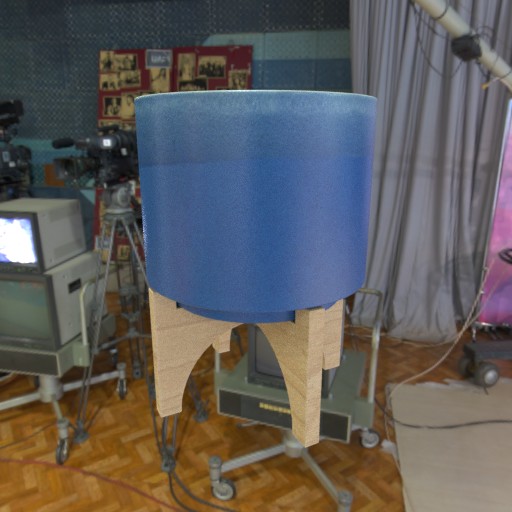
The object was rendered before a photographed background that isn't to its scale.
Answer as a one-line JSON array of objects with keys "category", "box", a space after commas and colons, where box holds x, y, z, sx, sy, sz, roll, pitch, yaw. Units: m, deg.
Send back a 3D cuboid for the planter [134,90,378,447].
[{"category": "planter", "box": [0.000, 0.000, 0.397, 0.192, 0.263, 0.192, 0, 16, 0]}]
